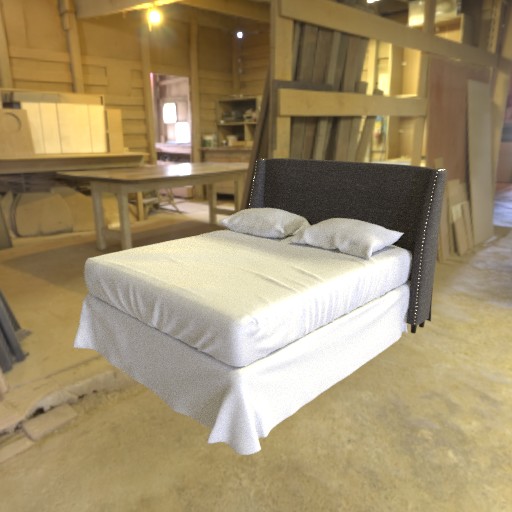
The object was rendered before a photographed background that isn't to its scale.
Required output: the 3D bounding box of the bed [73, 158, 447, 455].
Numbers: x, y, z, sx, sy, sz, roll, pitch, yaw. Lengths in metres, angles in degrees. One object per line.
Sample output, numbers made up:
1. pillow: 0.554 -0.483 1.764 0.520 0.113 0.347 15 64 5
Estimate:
1. bed: 0.000 0.000 3.406 1.925 1.332 2.276 15 21 42
